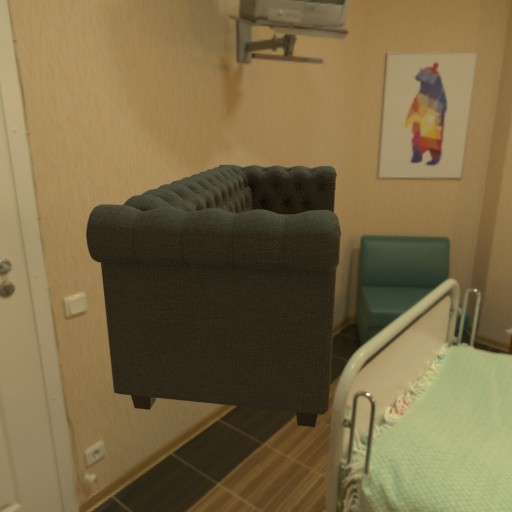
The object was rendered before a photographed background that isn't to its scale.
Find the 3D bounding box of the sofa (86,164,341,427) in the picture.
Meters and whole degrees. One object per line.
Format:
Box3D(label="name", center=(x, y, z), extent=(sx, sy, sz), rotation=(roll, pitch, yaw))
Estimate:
Box3D(label="sofa", center=(0.000, 0.000, 2.230), extent=(0.783, 0.797, 1.798), rotation=(3, 16, 9))
